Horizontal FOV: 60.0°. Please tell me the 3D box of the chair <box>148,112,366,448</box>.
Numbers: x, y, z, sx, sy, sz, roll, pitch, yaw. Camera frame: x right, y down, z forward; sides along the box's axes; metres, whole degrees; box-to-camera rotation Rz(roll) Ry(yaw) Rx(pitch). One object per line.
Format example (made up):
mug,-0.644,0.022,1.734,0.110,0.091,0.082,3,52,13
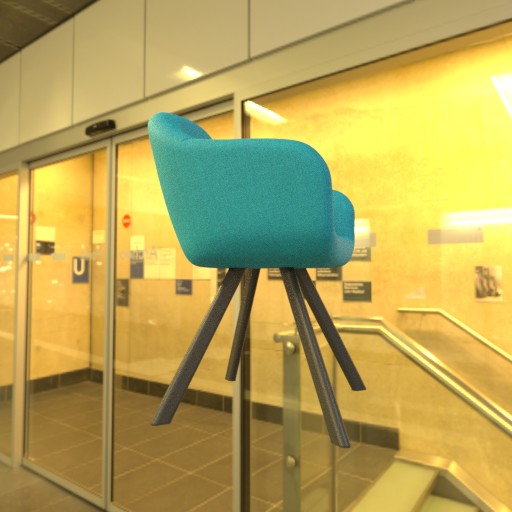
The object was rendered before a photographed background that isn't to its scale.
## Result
chair,0.000,0.000,1.216,0.550,0.795,0.590,-1,-3,18
